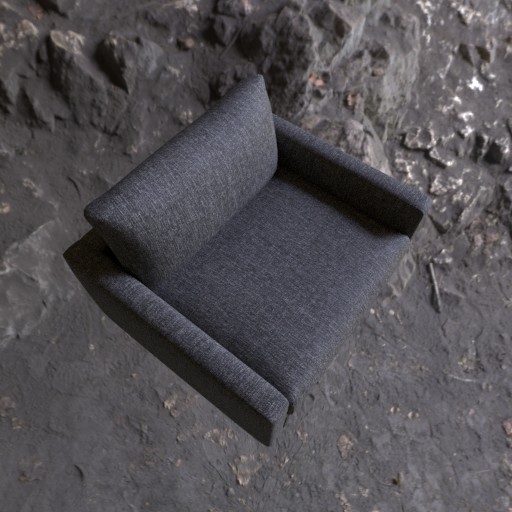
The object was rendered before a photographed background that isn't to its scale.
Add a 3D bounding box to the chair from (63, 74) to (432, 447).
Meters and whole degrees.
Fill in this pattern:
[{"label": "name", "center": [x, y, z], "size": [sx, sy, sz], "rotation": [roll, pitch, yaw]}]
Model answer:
[{"label": "chair", "center": [0.000, 0.000, 1.626], "size": [0.866, 0.861, 0.963], "rotation": [34, 65, 18]}]
